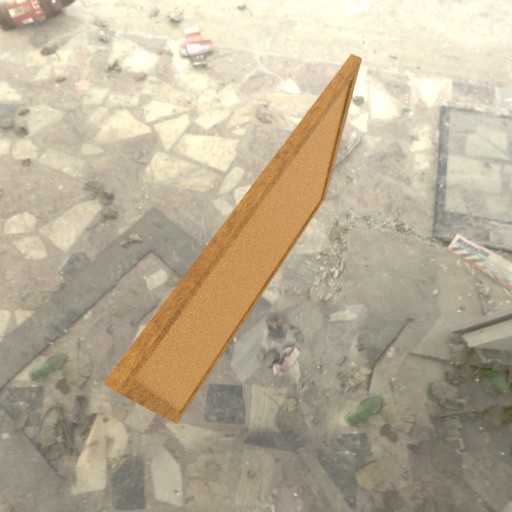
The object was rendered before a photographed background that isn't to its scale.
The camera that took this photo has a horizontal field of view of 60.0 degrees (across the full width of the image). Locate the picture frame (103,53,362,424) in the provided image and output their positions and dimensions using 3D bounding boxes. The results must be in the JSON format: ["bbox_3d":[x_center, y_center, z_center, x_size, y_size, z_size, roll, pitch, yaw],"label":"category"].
[{"bbox_3d":[0.000,0.000,1.190,0.029,0.621,0.922,30,68,13],"label":"picture frame"}]
